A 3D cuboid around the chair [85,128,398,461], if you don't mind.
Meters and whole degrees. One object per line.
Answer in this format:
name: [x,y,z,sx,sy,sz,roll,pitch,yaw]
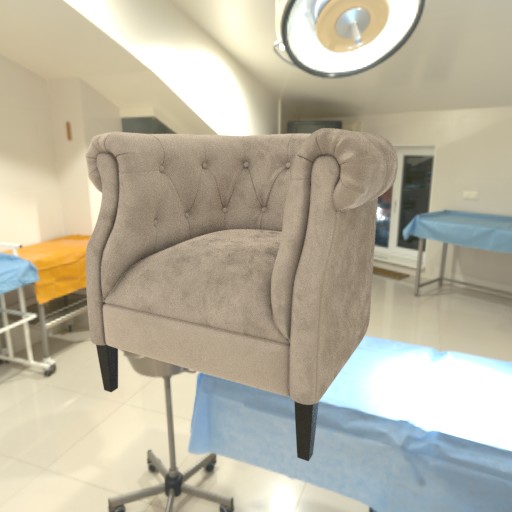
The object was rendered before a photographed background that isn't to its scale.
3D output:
chair: [0.000,0.000,1.528,0.904,0.826,0.851,7,16,27]
